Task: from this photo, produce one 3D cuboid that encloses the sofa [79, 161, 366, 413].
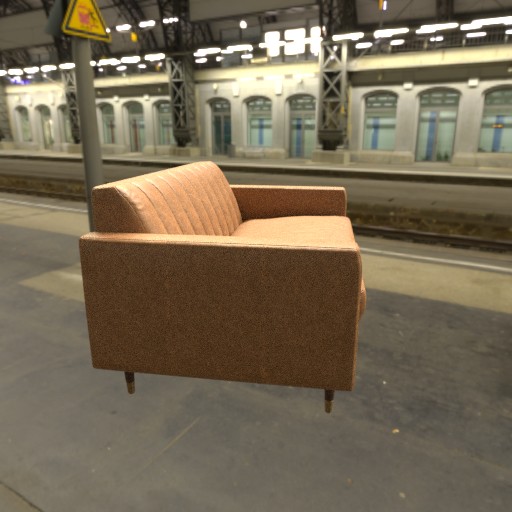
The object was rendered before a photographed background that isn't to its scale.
[{"bbox_3d":[0.000,0.000,2.170,0.960,0.820,1.549,3,16,9],"label":"sofa"}]
